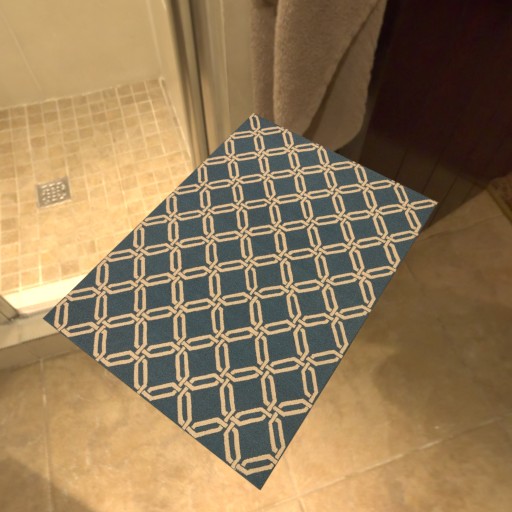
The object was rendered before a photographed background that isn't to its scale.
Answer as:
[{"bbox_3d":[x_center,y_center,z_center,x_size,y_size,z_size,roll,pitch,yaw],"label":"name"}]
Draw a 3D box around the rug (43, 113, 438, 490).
[{"bbox_3d":[0.000,0.000,4.405,2.432,0.018,3.342,31,64,17],"label":"rug"}]
